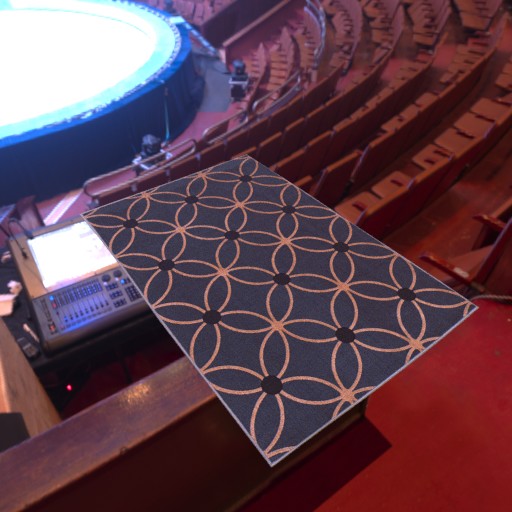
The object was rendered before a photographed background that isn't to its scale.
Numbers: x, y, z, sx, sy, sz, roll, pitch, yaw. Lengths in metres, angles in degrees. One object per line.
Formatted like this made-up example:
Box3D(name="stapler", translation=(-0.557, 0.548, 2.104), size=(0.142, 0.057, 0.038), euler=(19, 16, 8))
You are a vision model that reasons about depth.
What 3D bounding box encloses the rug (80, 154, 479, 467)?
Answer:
Box3D(name="rug", translation=(0.000, 0.000, 2.890), size=(1.522, 0.008, 2.284), euler=(-26, 47, -27))
